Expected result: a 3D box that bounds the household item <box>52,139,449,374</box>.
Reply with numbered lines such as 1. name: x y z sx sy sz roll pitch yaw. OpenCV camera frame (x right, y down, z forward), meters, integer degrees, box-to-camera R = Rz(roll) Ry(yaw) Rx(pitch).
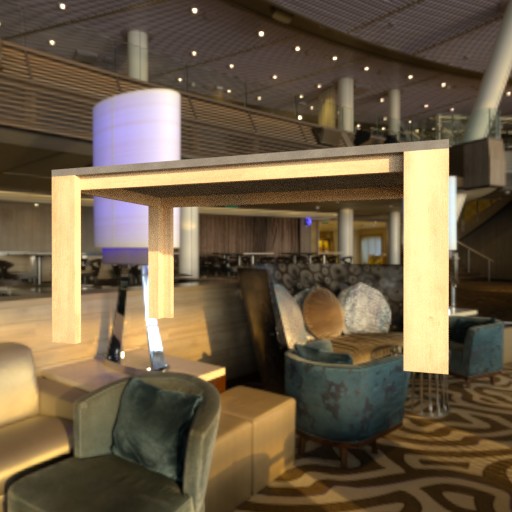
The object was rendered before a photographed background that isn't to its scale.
1. household item: 0.000 0.000 2.084 1.600 0.755 0.850 0 0 19
